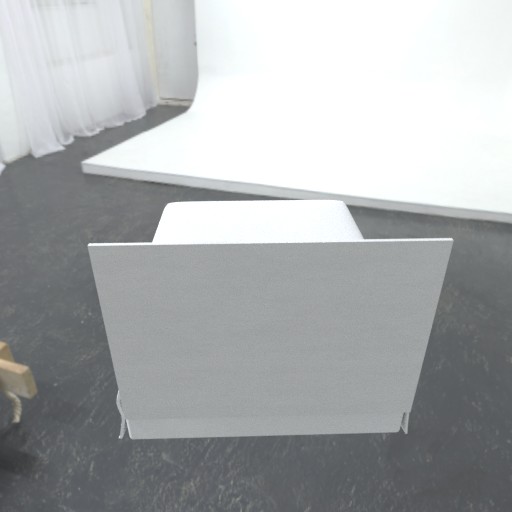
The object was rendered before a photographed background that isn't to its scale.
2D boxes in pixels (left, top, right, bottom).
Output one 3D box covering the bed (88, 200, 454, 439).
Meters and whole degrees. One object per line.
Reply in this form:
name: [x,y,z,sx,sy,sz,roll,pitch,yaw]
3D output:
bed: [0.000,0.000,3.173,1.745,1.335,2.094,-1,30,-2]
